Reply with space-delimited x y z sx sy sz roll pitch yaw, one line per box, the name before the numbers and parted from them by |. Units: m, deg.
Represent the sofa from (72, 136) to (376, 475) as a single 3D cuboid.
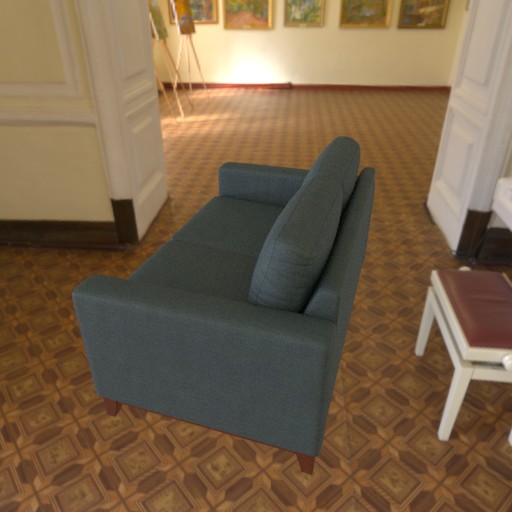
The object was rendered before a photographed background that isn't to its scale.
sofa | 0.000 0.000 2.123 0.955 0.903 1.489 9 32 16
